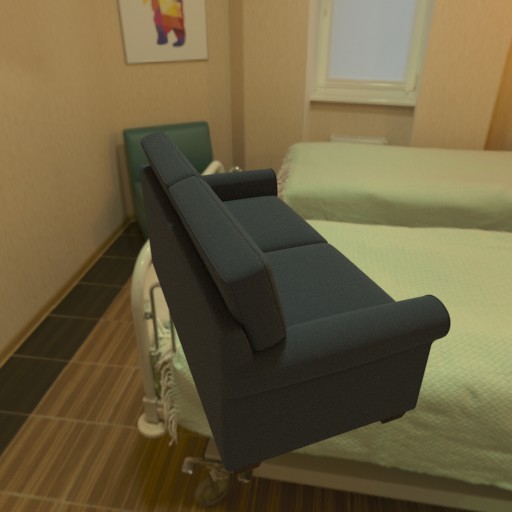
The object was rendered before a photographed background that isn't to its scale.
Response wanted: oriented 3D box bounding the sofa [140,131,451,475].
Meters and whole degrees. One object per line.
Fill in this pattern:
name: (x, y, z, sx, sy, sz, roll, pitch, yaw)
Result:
sofa: (0.000, 0.000, 2.427, 0.940, 1.020, 1.930, -11, 31, -18)
